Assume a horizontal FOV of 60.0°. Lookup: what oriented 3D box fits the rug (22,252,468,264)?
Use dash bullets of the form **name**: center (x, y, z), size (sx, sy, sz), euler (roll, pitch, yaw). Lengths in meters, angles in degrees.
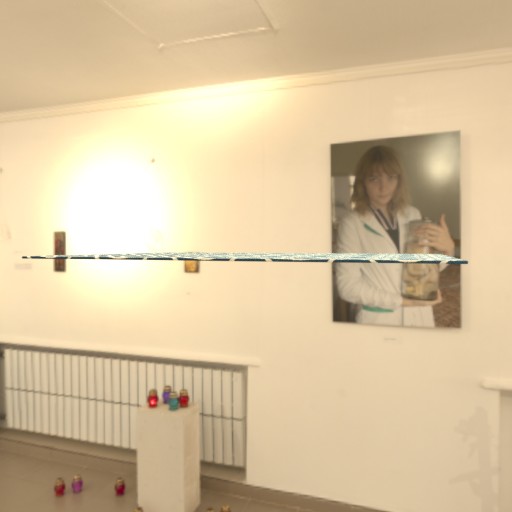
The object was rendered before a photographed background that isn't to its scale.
- **rug**: center (0.000, 0.000, 2.170), size (1.753, 0.010, 1.143), euler (0, 1, 19)
